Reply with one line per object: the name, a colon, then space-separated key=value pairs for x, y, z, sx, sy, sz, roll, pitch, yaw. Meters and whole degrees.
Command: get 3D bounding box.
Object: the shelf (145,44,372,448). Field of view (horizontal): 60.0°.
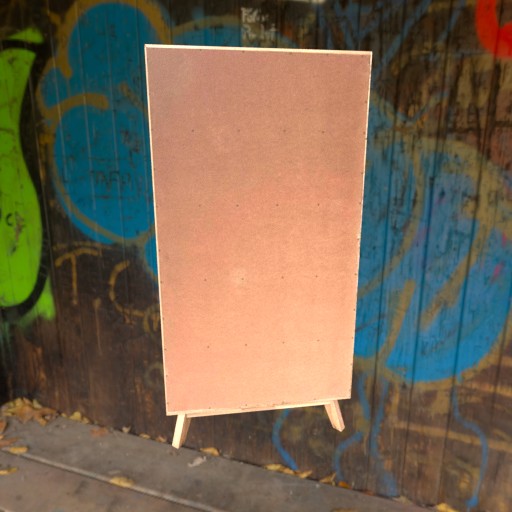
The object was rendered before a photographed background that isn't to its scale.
shelf: x=0.000 y=0.000 z=1.762 sx=0.748 sy=1.471 sz=0.308 roll=-2 pitch=15 yaw=-9
